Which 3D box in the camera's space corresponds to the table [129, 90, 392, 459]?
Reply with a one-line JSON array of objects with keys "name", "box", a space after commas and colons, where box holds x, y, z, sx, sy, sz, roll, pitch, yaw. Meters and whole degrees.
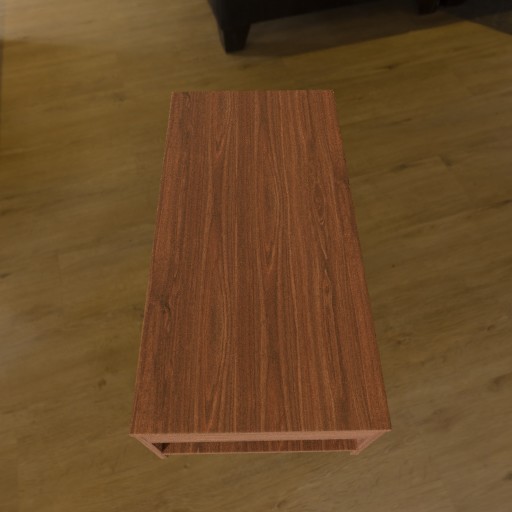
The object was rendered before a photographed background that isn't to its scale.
[{"name": "table", "box": [0.000, 0.000, 1.498, 0.600, 0.400, 1.200, -1, 58, -1]}]
